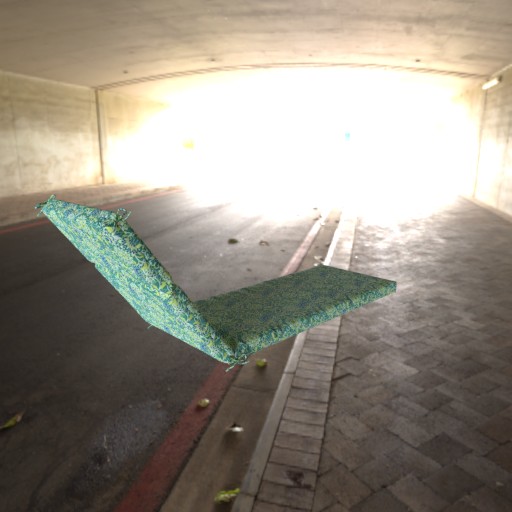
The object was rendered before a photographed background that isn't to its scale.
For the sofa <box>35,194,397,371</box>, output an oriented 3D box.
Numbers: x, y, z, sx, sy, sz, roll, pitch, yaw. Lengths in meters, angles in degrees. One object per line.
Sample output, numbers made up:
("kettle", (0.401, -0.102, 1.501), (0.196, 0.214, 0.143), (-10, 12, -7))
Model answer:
("sofa", (0.000, 0.000, 1.988), (1.663, 0.622, 0.582), (-13, 19, -42))
